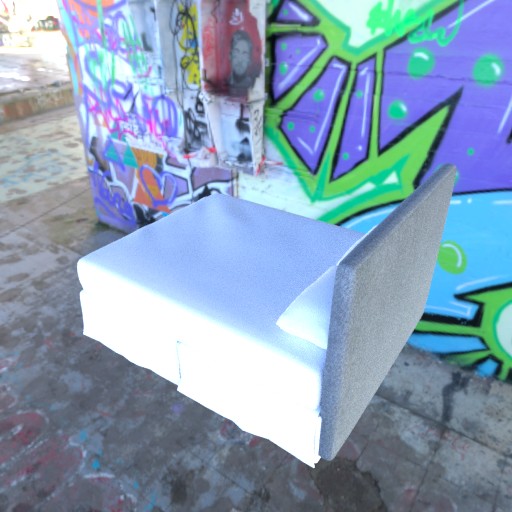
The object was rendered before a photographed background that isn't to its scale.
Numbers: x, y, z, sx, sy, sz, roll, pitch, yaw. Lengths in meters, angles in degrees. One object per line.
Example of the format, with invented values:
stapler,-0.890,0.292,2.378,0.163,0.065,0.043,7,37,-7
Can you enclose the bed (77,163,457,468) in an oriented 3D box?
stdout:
bed,0.000,0.000,3.206,2.142,1.330,1.723,19,35,30
